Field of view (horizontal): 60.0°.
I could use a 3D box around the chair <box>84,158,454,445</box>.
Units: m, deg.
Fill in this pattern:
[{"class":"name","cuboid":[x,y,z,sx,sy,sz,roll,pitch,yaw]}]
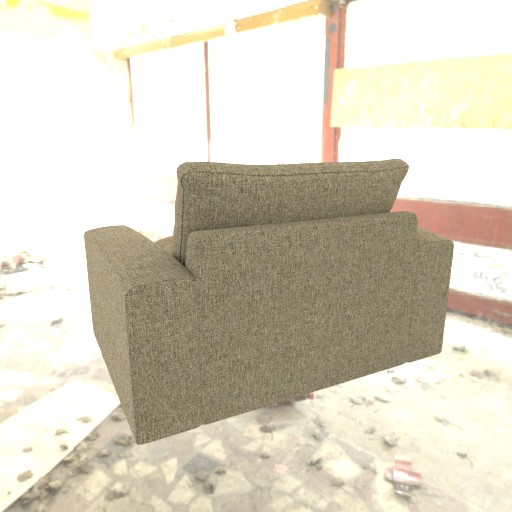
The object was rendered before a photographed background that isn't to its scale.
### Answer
[{"class":"chair","cuboid":[0.000,0.000,2.063,1.398,0.915,1.039,-8,17,-26]}]
